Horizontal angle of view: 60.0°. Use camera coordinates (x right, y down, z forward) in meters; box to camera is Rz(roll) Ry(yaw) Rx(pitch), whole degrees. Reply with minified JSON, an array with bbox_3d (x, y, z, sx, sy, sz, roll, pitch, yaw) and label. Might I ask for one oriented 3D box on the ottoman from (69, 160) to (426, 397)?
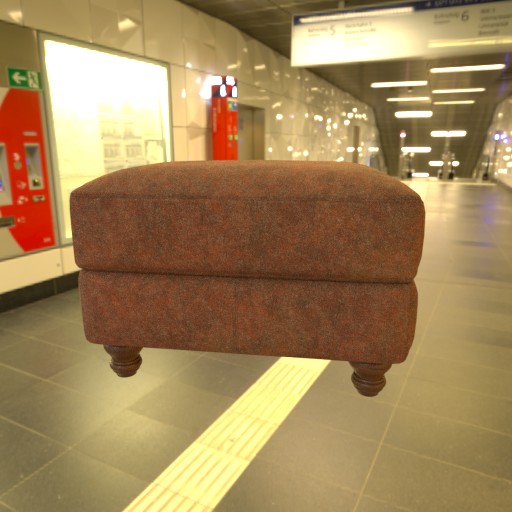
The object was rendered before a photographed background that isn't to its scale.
[{"bbox_3d":[0.000,0.000,1.200,0.787,0.508,0.635,2,14,8],"label":"ottoman"}]
